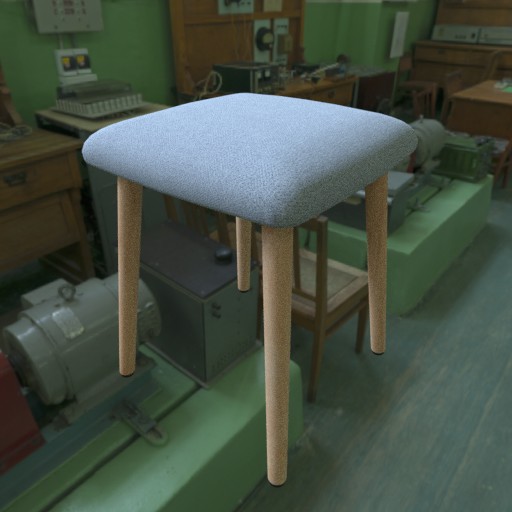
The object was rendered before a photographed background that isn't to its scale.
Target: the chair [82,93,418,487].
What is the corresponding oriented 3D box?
[{"bbox_3d":[0.000,0.000,0.687,0.350,0.440,0.350,22,37,32],"label":"chair"}]
